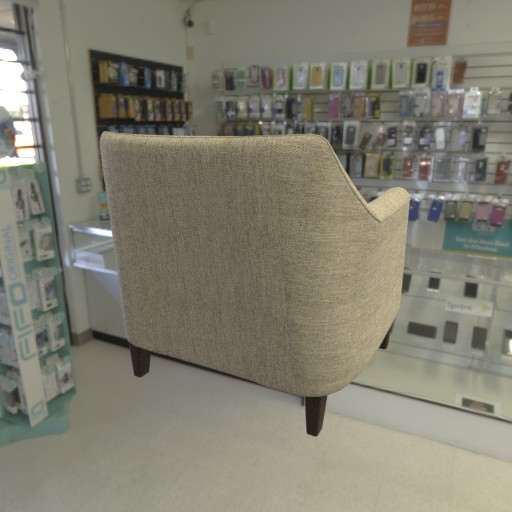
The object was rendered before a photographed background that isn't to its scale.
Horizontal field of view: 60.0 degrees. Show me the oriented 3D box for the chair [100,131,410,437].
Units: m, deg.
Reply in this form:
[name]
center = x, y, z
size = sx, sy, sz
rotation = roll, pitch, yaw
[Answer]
[chair]
center = 0.000, 0.000, 1.397
size = 0.796, 0.761, 0.758
rotation = 9, 19, 27
